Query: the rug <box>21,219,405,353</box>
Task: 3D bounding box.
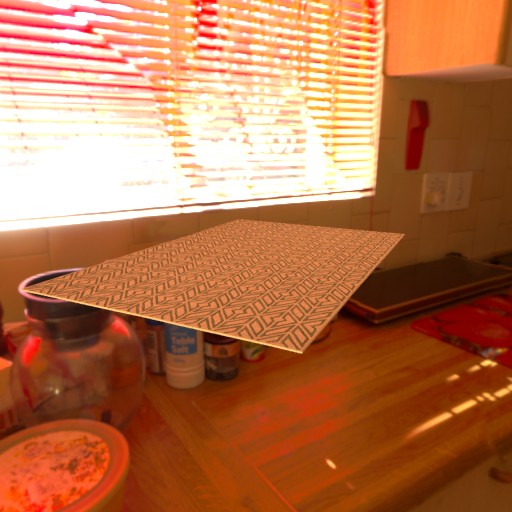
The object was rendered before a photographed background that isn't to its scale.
[{"bbox_3d":[0.000,0.000,2.323,1.220,0.007,1.828,7,16,26],"label":"rug"}]
